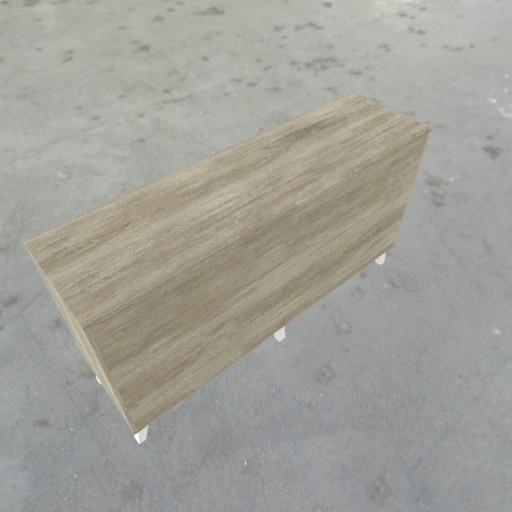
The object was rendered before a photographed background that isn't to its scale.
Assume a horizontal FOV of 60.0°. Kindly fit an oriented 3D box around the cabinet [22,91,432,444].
[{"bbox_3d":[0.000,0.000,1.982,1.600,0.870,0.450,-31,54,-27],"label":"cabinet"}]
